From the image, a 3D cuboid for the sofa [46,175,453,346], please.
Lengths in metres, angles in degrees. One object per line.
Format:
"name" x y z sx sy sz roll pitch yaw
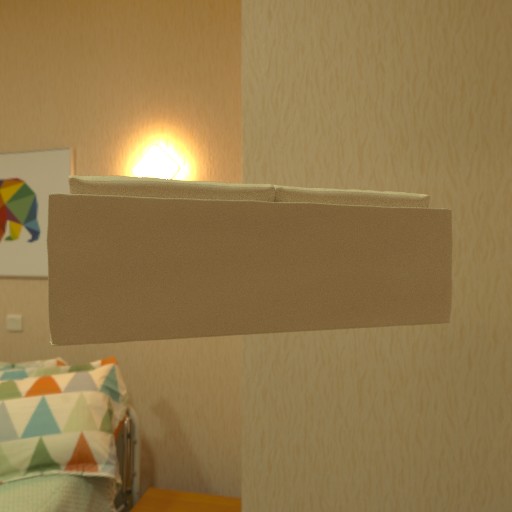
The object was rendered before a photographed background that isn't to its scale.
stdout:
"sofa" 0.000 0.000 3.339 2.779 0.999 1.036 0 0 -18
